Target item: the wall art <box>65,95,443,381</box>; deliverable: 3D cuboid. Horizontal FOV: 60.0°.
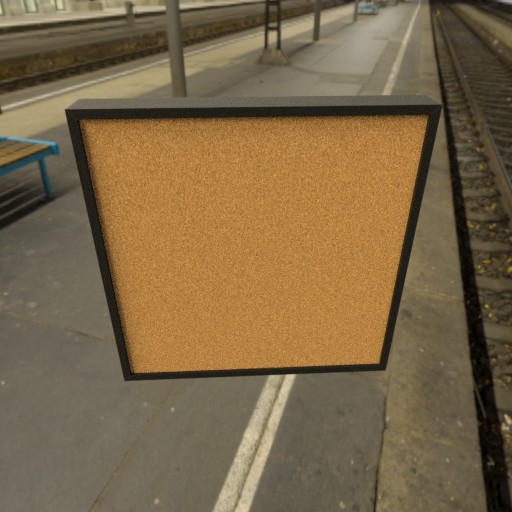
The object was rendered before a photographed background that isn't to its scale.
[{"bbox_3d":[0.000,0.000,0.453,0.305,0.305,0.037,-2,32,-3],"label":"wall art"}]
